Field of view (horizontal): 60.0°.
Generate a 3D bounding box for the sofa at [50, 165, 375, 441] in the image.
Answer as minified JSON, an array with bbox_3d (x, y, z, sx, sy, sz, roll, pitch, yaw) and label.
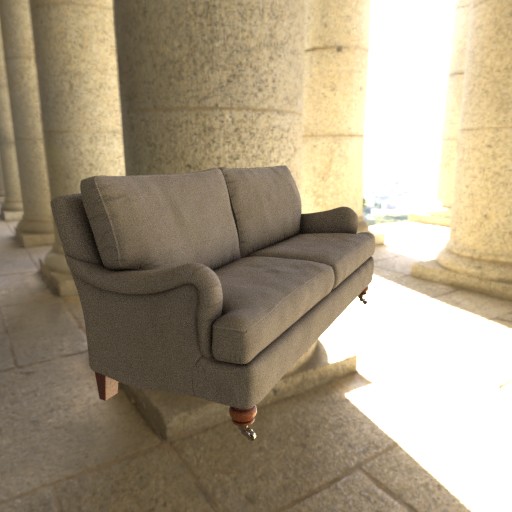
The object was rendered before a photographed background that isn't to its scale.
[{"bbox_3d":[0.000,0.000,2.813,1.069,1.096,2.193,7,15,27],"label":"sofa"}]
